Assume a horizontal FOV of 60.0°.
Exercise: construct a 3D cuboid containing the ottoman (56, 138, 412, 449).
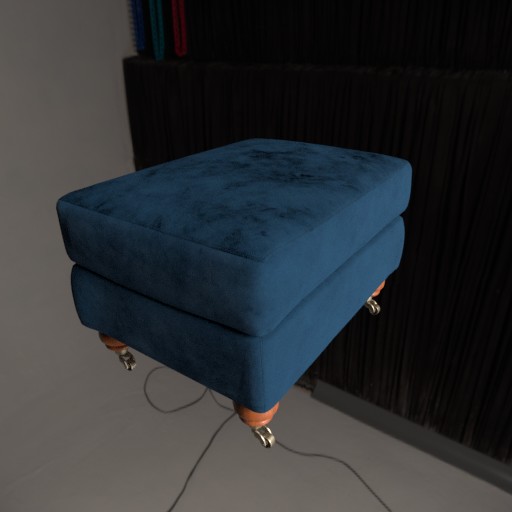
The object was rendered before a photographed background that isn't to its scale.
[{"bbox_3d":[0.000,0.000,1.174,0.572,0.503,0.773,17,31,31],"label":"ottoman"}]
